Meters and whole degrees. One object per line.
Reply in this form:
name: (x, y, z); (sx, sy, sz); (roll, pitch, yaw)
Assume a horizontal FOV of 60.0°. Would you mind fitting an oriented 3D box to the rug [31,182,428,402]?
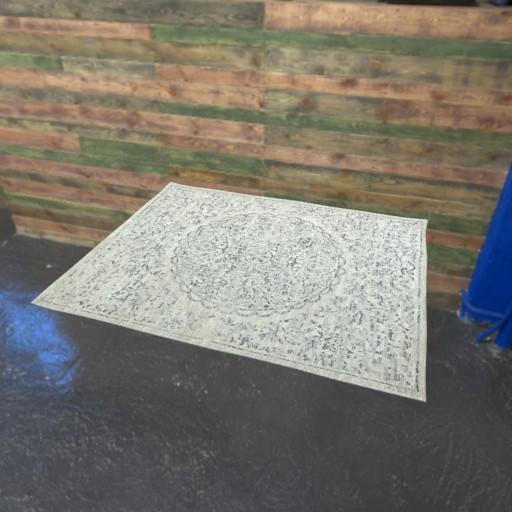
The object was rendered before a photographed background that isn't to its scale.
rug: (0.000, 0.000, 3.965); (2.925, 0.026, 2.343); (10, 35, 15)
